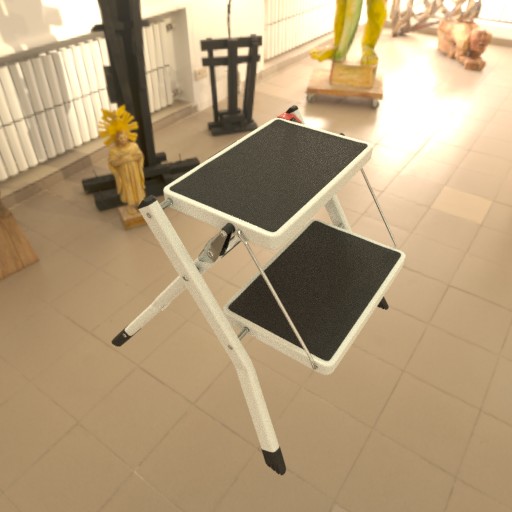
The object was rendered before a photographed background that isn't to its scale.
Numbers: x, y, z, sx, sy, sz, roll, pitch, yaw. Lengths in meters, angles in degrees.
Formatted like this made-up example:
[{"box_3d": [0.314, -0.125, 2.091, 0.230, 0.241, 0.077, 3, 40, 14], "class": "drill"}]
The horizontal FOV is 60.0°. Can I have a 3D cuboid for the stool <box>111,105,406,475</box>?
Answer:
[{"box_3d": [0.000, 0.000, 0.865, 0.490, 0.445, 0.485, 24, 46, 26], "class": "stool"}]
